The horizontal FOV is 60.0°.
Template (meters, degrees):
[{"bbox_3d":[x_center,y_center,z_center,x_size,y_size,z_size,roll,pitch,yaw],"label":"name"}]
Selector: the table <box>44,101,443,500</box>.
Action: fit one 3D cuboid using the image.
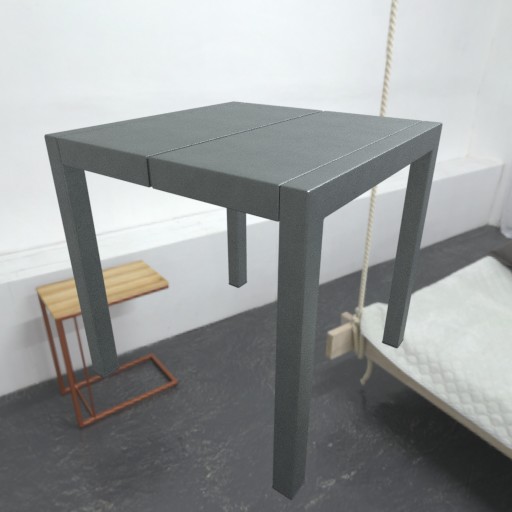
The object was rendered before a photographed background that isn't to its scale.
[{"bbox_3d":[0.000,0.000,0.901,0.508,0.508,0.508,18,32,32],"label":"table"}]
